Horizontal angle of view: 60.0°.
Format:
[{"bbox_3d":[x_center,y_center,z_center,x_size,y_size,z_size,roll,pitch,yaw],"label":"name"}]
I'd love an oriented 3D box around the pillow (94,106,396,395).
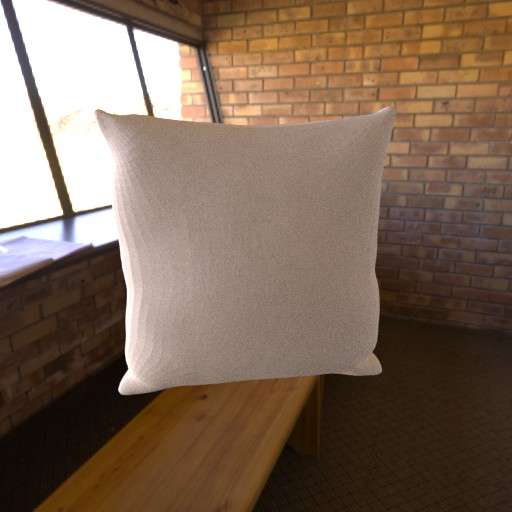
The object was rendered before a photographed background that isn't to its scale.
[{"bbox_3d":[0.000,0.000,0.683,0.440,0.441,0.182,-3,16,-10],"label":"pillow"}]
